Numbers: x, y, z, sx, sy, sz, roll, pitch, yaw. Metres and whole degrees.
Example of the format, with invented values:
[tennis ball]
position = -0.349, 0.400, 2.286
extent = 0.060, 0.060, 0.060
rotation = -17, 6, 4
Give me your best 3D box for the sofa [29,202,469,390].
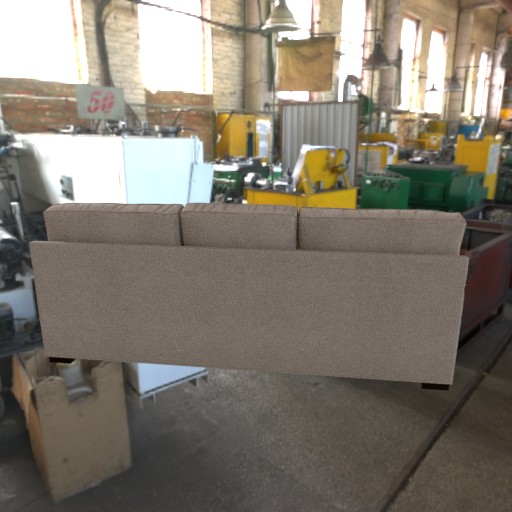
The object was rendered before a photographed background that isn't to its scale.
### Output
[sofa]
position = 0.000, 0.000, 2.834
extent = 2.087, 0.861, 1.496
rotation = 2, 16, 7
